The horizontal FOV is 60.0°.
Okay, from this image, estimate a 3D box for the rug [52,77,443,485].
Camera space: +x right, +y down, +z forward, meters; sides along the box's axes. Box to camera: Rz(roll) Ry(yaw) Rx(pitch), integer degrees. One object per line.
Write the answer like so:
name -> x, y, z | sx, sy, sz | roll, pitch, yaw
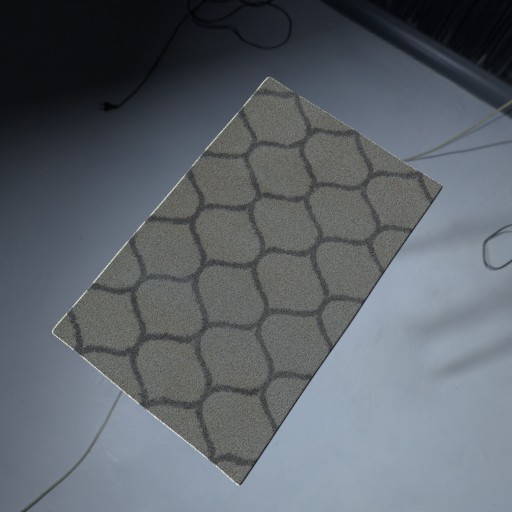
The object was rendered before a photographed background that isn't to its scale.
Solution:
rug -> 0.000, 0.000, 2.941 | 1.501, 0.024, 2.348 | 35, 78, 9
